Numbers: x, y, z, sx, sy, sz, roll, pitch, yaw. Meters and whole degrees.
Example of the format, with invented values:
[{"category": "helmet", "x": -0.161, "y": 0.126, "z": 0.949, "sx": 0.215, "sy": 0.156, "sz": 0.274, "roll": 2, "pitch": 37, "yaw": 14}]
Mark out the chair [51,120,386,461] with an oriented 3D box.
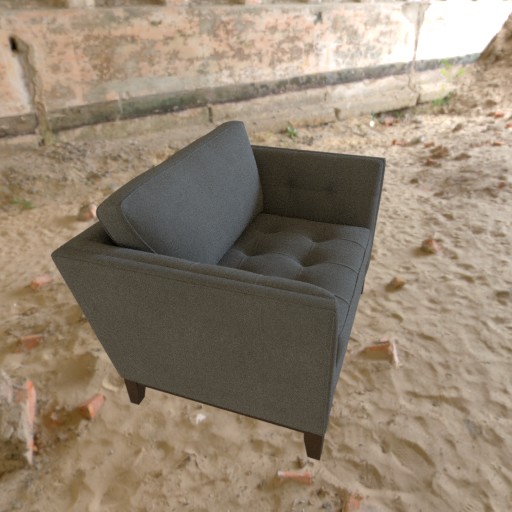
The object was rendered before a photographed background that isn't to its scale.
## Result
[{"category": "chair", "x": 0.000, "y": 0.000, "z": 2.045, "sx": 0.965, "sy": 0.942, "sz": 1.396, "roll": 10, "pitch": 32, "yaw": 17}]
